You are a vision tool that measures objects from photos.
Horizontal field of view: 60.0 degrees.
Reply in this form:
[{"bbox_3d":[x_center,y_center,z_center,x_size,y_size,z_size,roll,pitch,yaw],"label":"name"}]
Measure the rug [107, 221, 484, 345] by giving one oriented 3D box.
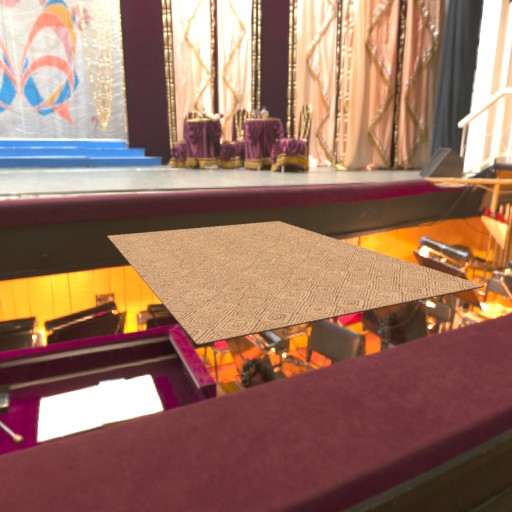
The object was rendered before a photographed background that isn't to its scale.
[{"bbox_3d":[0.000,0.000,2.972,1.593,0.008,2.238,-7,16,-25],"label":"rug"}]
